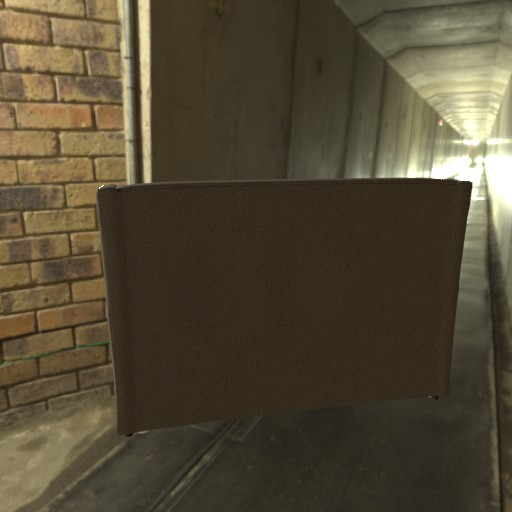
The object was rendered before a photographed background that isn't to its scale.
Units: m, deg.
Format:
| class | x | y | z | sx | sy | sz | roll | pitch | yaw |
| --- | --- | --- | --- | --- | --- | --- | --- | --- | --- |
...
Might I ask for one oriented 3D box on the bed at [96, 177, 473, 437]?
| class | x | y | z | sx | sy | sz | roll | pitch | yaw |
| --- | --- | --- | --- | --- | --- | --- | --- | --- | --- |
| bed | 0.000 | 0.000 | 3.380 | 1.925 | 1.332 | 2.276 | -3 | 15 | -11 |
